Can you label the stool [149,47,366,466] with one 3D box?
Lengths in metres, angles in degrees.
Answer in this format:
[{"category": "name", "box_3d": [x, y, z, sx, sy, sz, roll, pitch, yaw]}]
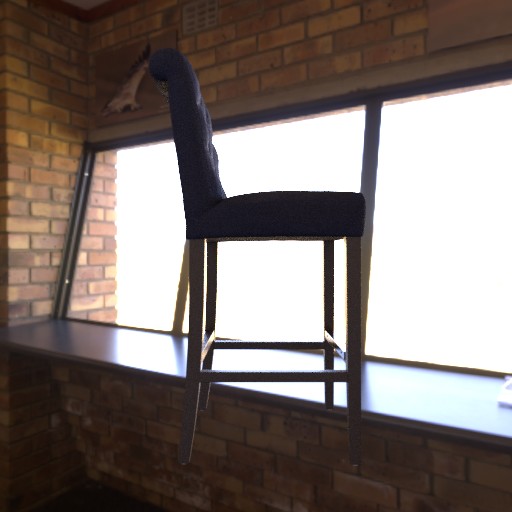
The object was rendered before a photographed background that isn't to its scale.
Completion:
[{"category": "stool", "box_3d": [0.000, 0.000, 1.426, 0.601, 1.140, 0.493, 0, 0, 0]}]
